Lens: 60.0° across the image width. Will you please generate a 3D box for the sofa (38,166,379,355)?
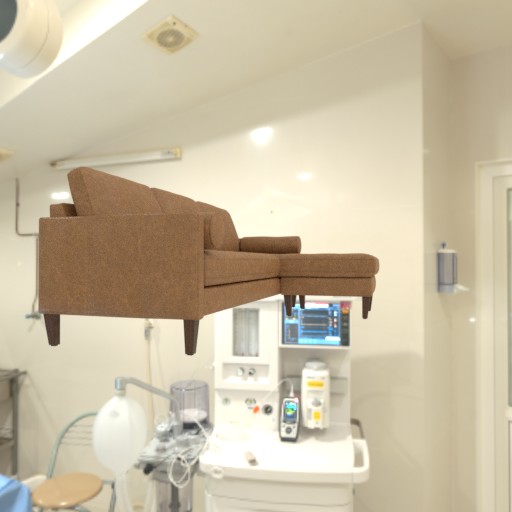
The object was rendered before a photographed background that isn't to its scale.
[{"bbox_3d":[0.000,0.000,2.905,1.506,0.876,2.178,0,-1,17],"label":"sofa"}]
